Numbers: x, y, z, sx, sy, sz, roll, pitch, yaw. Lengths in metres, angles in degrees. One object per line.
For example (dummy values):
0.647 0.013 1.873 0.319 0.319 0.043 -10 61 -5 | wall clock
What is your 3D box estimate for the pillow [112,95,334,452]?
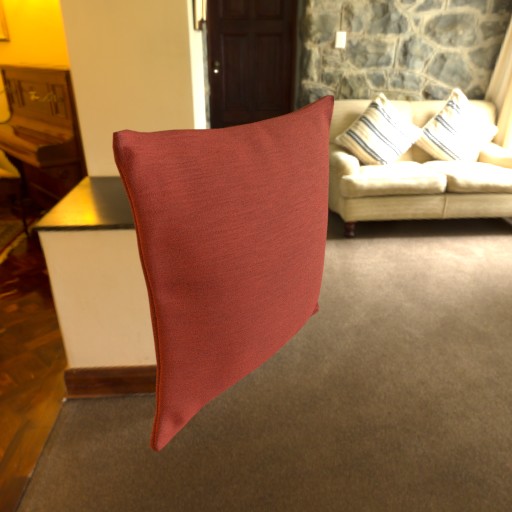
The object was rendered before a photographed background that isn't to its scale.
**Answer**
0.000 0.000 0.651 0.151 0.416 0.435 18 30 33 | pillow
